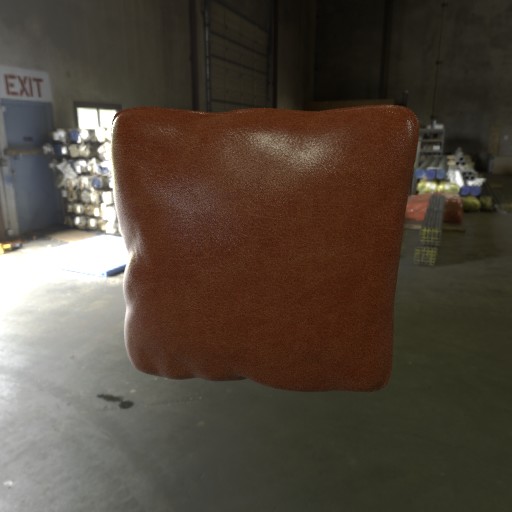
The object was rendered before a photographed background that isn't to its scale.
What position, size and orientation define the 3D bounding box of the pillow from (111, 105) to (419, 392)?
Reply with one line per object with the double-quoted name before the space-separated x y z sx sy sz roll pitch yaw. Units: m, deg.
"pillow" 0.000 0.000 0.815 0.532 0.523 0.236 2 16 8
